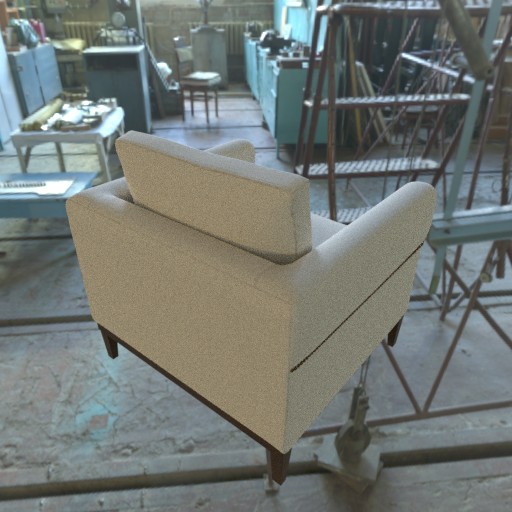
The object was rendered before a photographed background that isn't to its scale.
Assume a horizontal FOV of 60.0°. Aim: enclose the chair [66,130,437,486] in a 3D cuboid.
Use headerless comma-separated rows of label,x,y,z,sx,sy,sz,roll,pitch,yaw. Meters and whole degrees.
chair,0.000,0.000,1.648,0.982,0.915,0.896,23,38,33
